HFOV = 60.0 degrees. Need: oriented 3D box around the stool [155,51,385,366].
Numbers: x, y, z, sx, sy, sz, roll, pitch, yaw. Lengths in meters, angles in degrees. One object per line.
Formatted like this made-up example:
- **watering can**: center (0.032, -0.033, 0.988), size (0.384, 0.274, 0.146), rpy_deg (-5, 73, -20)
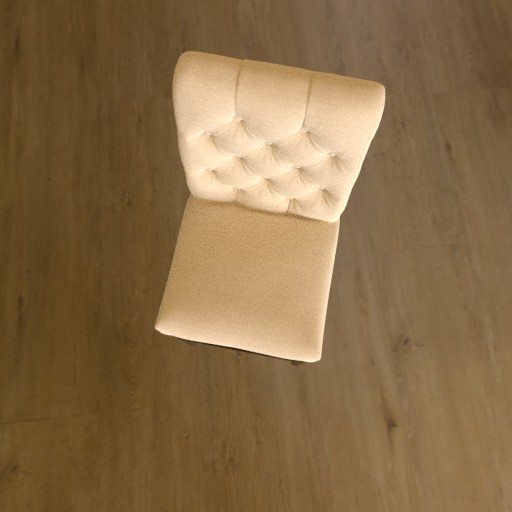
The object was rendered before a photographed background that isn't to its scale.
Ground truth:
- **stool**: center (0.000, 0.000, 1.429), size (0.482, 1.118, 0.610), rpy_deg (10, 75, 3)
